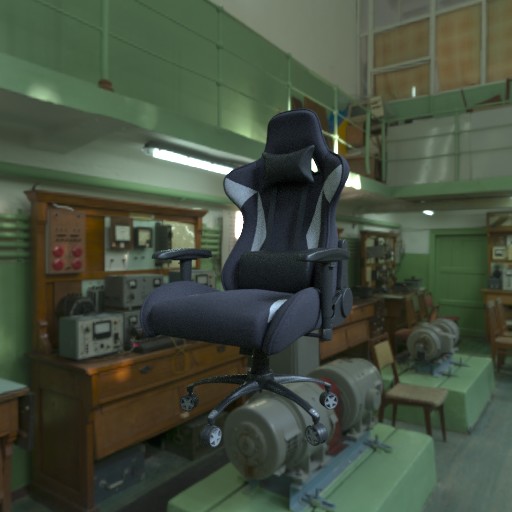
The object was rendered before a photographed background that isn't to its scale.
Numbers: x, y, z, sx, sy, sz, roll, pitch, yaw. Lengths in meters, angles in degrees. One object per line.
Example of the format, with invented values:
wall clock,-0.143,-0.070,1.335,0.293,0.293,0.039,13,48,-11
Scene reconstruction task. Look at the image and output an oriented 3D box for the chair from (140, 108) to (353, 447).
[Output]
chair,0.000,0.000,1.750,0.730,1.300,0.695,0,1,34
